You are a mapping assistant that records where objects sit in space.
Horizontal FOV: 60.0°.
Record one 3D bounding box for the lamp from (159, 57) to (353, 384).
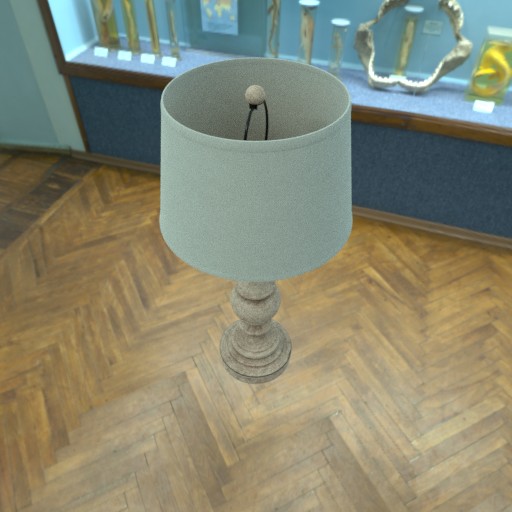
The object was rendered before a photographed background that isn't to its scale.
[{"bbox_3d":[0.000,0.000,0.868,0.340,0.678,0.340,0,45,0],"label":"lamp"}]
